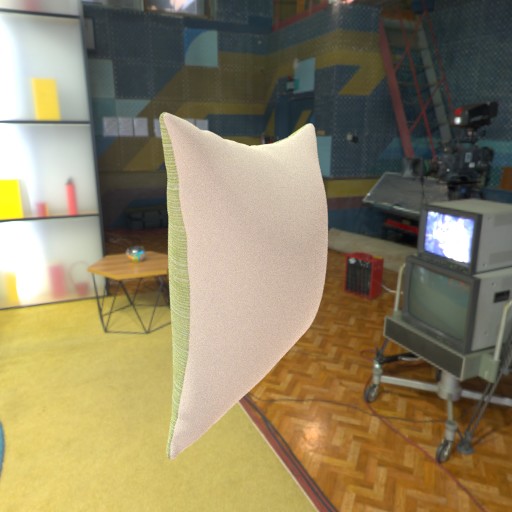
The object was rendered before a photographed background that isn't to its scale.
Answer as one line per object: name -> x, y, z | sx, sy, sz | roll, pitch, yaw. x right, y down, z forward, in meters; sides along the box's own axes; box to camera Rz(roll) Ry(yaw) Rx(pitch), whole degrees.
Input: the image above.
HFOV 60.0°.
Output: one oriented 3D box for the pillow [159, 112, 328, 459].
pillow -> 0.000, 0.000, 0.821 | 0.229, 0.487, 0.560 | 8, 17, 26
